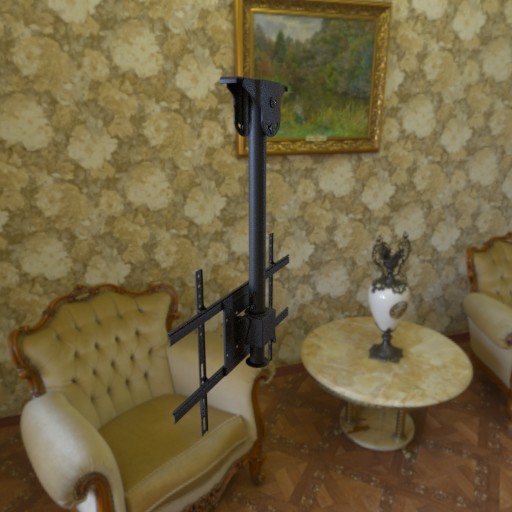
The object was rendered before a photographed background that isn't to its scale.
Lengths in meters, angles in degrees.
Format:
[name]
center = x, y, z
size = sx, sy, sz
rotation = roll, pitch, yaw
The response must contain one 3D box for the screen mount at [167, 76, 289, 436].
[screen mount]
center = 0.000, 0.000, 1.056
size = 0.090, 0.775, 0.595
rotation = 8, 18, 25
